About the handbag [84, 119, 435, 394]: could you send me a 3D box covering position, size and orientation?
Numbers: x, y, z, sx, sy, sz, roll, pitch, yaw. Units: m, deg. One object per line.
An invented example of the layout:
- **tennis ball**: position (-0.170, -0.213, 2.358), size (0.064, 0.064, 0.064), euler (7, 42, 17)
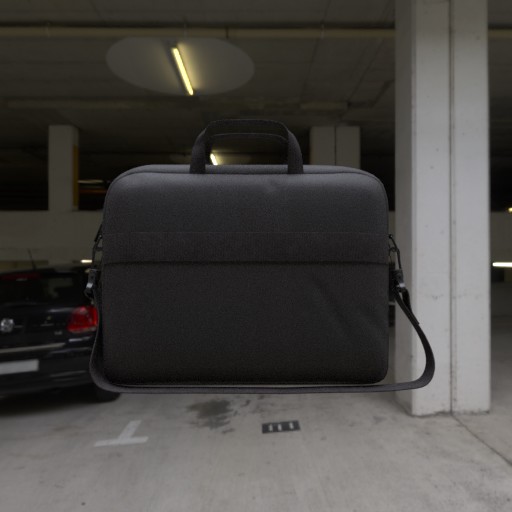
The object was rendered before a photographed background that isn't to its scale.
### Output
- **handbag**: position (0.000, 0.000, 0.432), size (0.320, 0.244, 0.089), euler (0, 0, -1)
